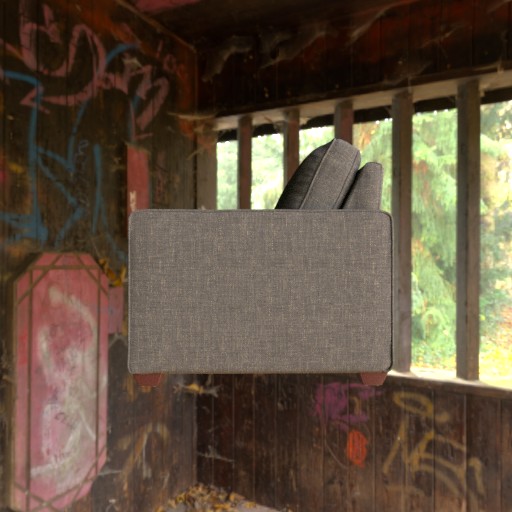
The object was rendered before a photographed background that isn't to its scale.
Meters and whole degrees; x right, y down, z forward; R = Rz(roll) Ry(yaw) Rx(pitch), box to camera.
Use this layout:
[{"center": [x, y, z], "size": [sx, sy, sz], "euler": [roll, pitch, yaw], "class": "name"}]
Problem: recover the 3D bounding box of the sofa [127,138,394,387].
[{"center": [0.000, 0.000, 2.355], "size": [0.947, 0.918, 1.709], "euler": [0, 0, -1], "class": "sofa"}]
